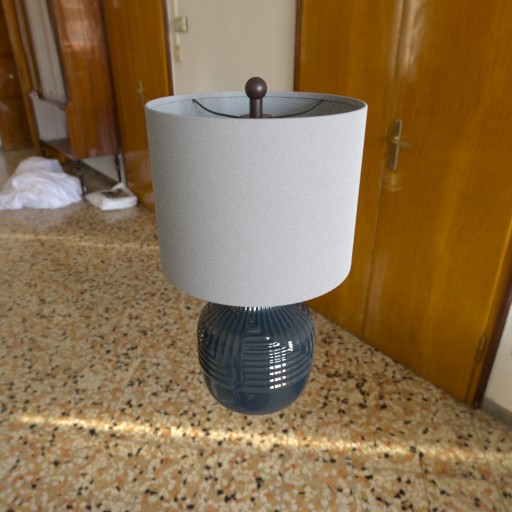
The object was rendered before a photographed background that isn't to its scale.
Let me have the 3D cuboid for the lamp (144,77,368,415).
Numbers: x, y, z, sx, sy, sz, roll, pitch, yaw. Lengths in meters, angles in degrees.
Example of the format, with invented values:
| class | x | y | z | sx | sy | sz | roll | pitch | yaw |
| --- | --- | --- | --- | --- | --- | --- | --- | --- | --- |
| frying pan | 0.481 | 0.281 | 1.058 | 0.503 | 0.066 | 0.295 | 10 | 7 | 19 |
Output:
| class | x | y | z | sx | sy | sz | roll | pitch | yaw |
| --- | --- | --- | --- | --- | --- | --- | --- | --- | --- |
| lamp | 0.000 | 0.000 | 0.755 | 0.318 | 0.567 | 0.318 | 0 | 26 | 0 |
